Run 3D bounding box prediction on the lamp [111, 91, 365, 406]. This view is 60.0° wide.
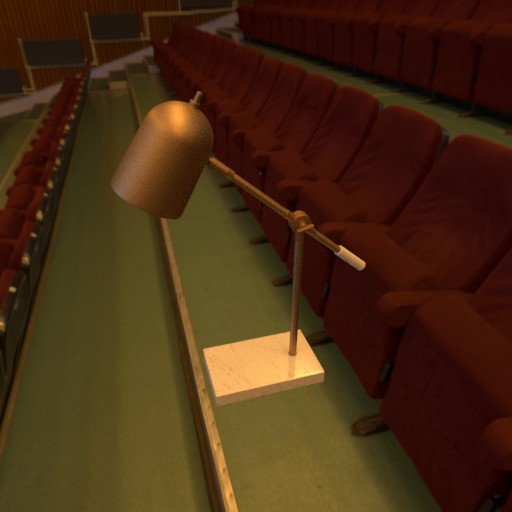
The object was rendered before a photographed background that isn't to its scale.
[{"bbox_3d":[0.000,0.000,0.836,0.471,0.603,0.144,-9,32,-14],"label":"lamp"}]
